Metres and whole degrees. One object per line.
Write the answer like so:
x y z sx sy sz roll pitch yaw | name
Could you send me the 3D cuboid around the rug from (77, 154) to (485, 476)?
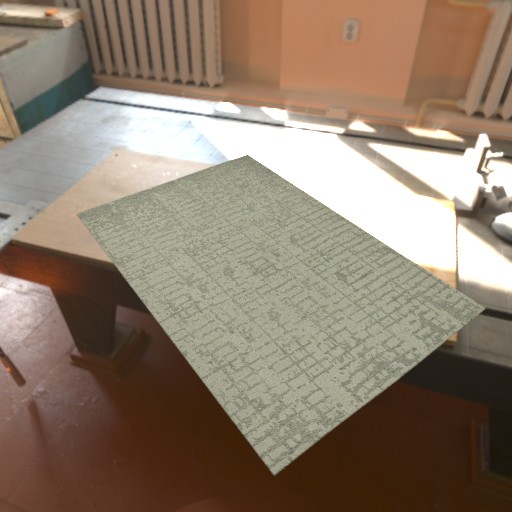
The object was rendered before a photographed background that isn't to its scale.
0.000 0.000 2.259 1.211 0.007 1.827 -26 47 -27 | rug
